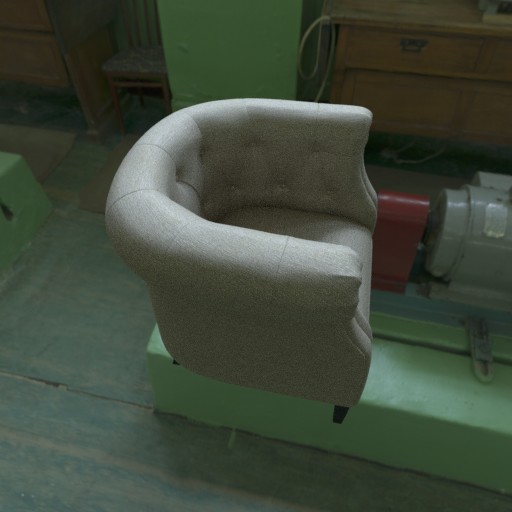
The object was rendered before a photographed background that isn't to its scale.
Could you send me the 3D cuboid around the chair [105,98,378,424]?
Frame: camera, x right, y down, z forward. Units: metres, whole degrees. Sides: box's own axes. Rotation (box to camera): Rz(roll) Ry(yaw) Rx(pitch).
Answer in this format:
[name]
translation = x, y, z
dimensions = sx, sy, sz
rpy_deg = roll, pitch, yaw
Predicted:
[chair]
translation = 0.000, 0.000, 1.583
dimensions = 0.852, 0.827, 0.905
rpy_deg = 9, 47, 8
